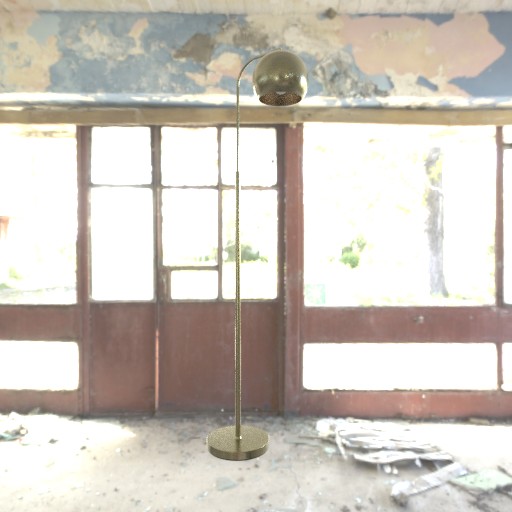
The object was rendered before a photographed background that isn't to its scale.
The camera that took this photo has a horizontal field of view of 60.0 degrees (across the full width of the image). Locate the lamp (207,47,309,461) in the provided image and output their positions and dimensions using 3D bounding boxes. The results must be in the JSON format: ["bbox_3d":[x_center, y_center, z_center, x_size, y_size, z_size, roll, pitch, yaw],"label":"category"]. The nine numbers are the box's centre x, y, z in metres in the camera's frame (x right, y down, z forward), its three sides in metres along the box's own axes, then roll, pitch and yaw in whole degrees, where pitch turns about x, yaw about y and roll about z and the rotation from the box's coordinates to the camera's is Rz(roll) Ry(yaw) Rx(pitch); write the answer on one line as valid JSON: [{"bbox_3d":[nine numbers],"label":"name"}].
[{"bbox_3d":[0.000,0.000,1.704,0.431,1.526,0.250,1,1,37],"label":"lamp"}]
